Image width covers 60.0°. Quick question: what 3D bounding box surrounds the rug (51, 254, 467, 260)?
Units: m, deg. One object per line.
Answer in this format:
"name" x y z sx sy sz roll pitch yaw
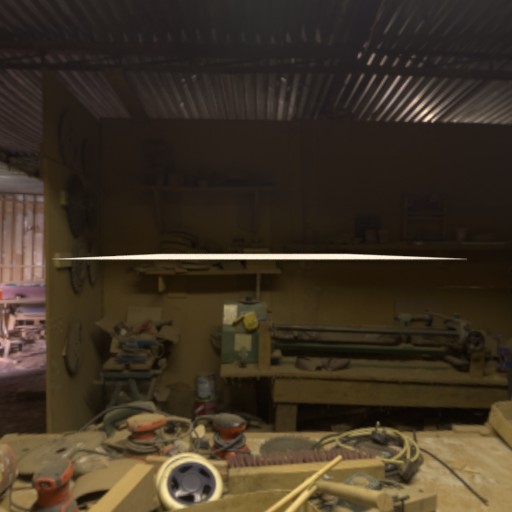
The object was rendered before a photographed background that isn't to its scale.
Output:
"rug" 0.000 0.000 4.194 2.438 0.006 3.197 0 1 -1
